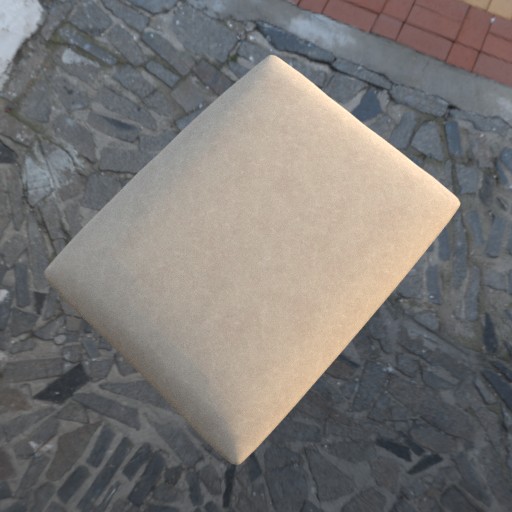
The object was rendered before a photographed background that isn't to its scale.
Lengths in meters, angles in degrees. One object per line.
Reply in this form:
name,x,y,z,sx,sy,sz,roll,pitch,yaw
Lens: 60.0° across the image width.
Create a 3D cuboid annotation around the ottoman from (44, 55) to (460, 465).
ottoman,0.000,0.000,1.123,0.584,0.513,0.741,42,80,9
